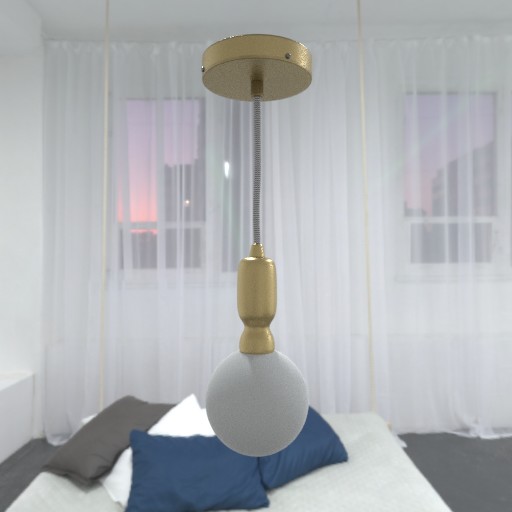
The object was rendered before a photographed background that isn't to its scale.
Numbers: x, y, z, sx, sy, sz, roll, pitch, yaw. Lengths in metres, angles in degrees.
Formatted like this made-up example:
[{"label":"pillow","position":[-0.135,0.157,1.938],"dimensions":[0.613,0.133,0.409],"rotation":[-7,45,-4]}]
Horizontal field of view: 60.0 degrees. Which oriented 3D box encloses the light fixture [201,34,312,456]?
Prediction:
[{"label":"light fixture","position":[0.000,0.000,0.579],"dimensions":[0.146,0.510,0.147],"rotation":[0,0,-20]}]
